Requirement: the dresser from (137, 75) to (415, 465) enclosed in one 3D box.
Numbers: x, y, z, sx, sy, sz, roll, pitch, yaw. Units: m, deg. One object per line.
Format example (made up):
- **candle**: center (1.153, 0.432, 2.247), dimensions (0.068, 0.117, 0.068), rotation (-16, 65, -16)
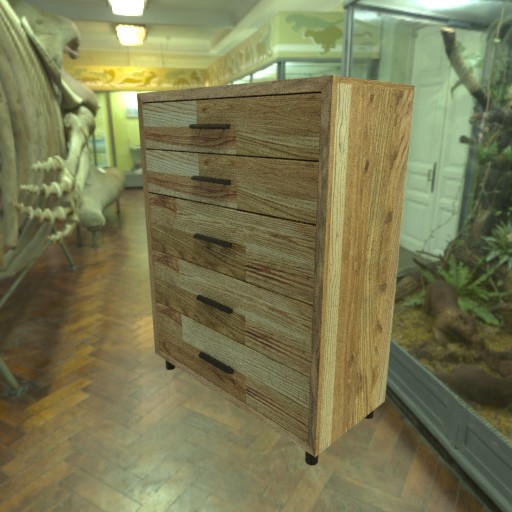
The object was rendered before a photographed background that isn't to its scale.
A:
- **dresser**: center (0.000, 0.000, 1.763), dimensions (0.480, 1.243, 0.966), rotation (-16, 23, -42)
